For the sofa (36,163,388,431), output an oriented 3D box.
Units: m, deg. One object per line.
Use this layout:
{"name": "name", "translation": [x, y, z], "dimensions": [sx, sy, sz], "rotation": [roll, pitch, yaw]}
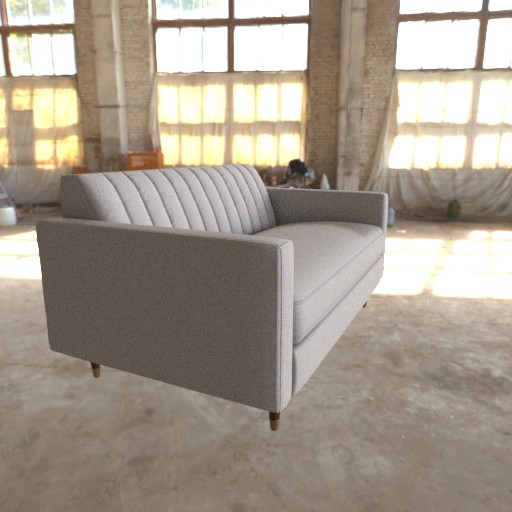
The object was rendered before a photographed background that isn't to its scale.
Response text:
{"name": "sofa", "translation": [0.000, 0.000, 2.076], "dimensions": [0.950, 0.801, 1.585], "rotation": [7, 15, 25]}
